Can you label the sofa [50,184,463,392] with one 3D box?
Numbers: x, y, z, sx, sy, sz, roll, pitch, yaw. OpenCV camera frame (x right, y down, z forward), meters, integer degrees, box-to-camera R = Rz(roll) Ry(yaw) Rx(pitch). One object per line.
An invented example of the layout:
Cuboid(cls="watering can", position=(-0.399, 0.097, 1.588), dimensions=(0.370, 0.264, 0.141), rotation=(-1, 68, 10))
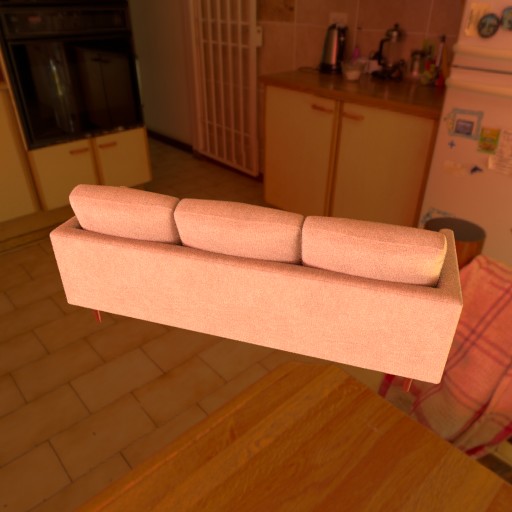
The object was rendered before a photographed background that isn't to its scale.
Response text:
Cuboid(cls="sofa", position=(0.000, 0.000, 2.723), dimensions=(2.246, 0.930, 0.903), rotation=(9, 32, 15))
